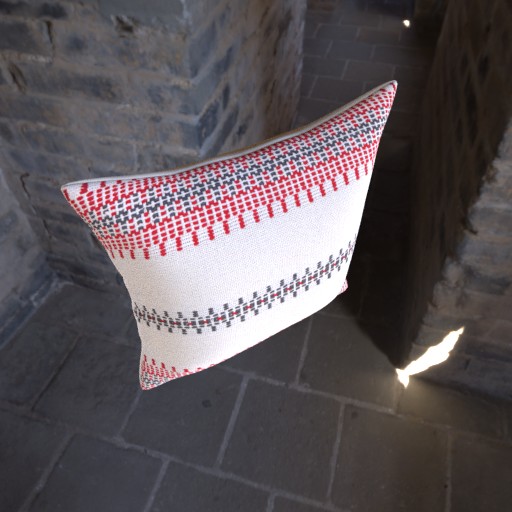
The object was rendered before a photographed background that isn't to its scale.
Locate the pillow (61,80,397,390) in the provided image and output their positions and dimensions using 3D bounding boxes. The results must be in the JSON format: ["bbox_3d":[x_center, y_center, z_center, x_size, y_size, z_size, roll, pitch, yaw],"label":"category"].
[{"bbox_3d":[0.000,0.000,0.700,0.463,0.454,0.160,-23,51,-20],"label":"pillow"}]
